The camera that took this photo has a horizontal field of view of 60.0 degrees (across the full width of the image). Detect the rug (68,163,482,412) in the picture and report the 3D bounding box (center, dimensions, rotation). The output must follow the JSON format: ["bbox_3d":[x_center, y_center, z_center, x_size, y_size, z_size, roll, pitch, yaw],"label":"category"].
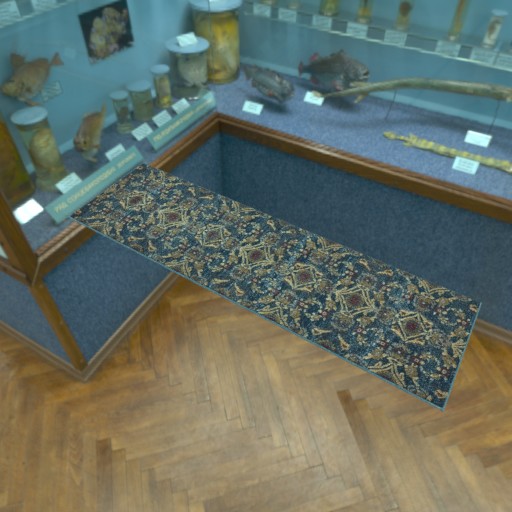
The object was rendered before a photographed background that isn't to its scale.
[{"bbox_3d":[0.000,0.000,2.479,2.292,0.014,0.685,25,51,22],"label":"rug"}]
